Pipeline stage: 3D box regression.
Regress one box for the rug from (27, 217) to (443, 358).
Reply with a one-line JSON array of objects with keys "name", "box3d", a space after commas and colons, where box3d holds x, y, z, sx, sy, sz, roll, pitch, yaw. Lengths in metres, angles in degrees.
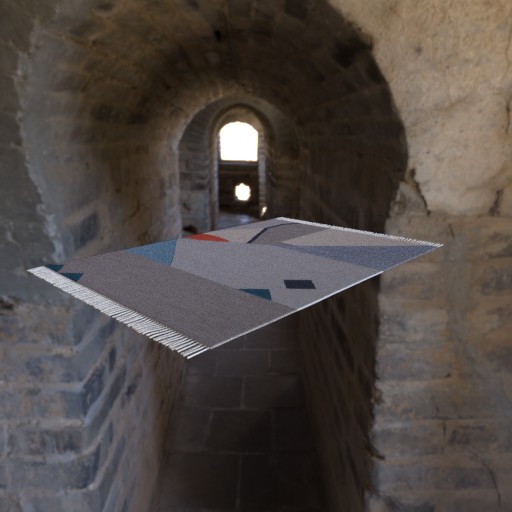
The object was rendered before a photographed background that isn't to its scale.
[{"name": "rug", "box3d": [0.000, 0.000, 2.290, 1.220, 0.005, 1.828, 14, 21, 42]}]
